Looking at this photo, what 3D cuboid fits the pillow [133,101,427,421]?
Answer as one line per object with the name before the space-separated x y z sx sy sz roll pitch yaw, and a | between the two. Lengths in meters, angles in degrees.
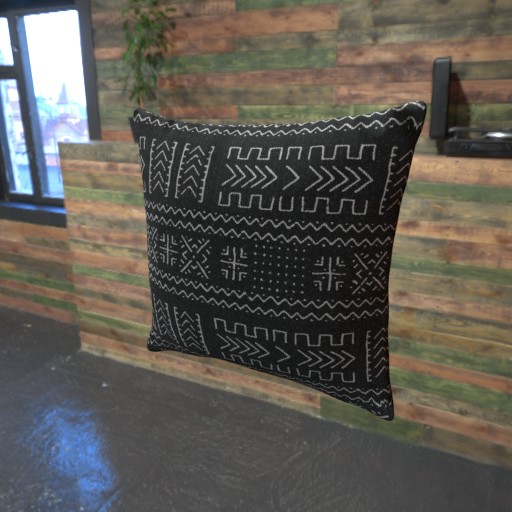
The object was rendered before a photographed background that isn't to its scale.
pillow | 0.000 0.000 0.660 0.438 0.430 0.164 8 19 25
